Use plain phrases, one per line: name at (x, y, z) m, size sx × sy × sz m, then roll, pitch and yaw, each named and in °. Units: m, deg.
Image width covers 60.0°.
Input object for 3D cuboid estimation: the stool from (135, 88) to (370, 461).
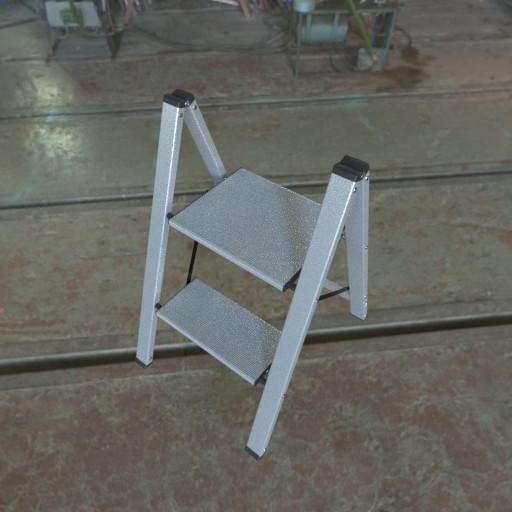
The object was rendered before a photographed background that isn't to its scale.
stool at (0.000, 0.000, 1.034) m, size 0.440 × 0.670 × 0.535 m, roll 29°, pitch 53°, yaw 25°
